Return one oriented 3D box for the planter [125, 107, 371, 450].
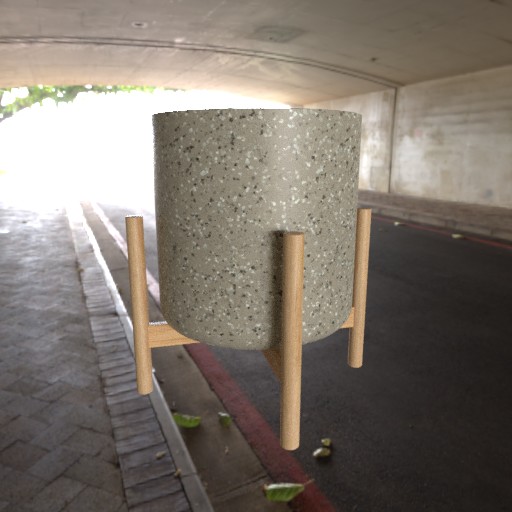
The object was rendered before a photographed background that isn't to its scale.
[{"bbox_3d":[0.000,0.000,0.699,0.360,0.419,0.360,2,14,8],"label":"planter"}]
